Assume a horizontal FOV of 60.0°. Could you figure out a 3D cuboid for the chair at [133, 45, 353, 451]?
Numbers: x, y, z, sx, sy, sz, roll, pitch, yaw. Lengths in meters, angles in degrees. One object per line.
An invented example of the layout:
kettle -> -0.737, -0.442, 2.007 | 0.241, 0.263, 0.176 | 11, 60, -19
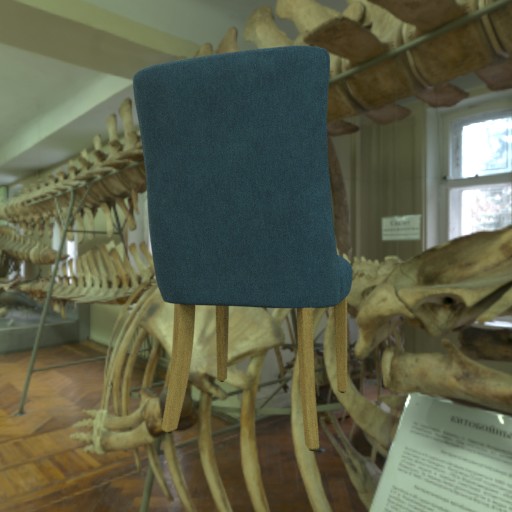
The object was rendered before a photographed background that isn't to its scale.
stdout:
chair -> 0.000, 0.000, 1.249 | 0.495, 0.902, 0.609 | 0, 0, 17
